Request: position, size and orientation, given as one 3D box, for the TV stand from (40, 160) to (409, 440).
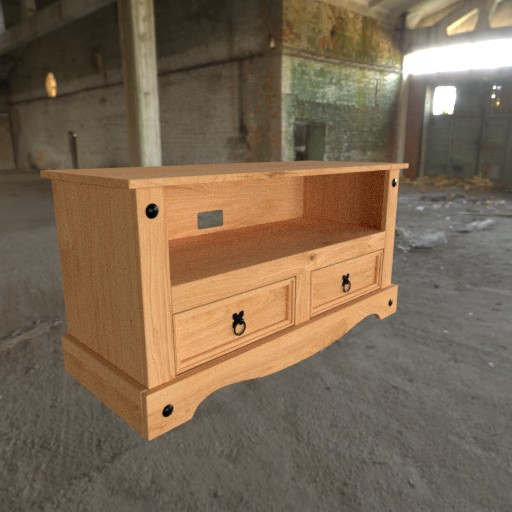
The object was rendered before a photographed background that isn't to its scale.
[{"bbox_3d":[0.000,0.000,1.388,1.080,0.550,0.440,-14,19,-43],"label":"TV stand"}]
